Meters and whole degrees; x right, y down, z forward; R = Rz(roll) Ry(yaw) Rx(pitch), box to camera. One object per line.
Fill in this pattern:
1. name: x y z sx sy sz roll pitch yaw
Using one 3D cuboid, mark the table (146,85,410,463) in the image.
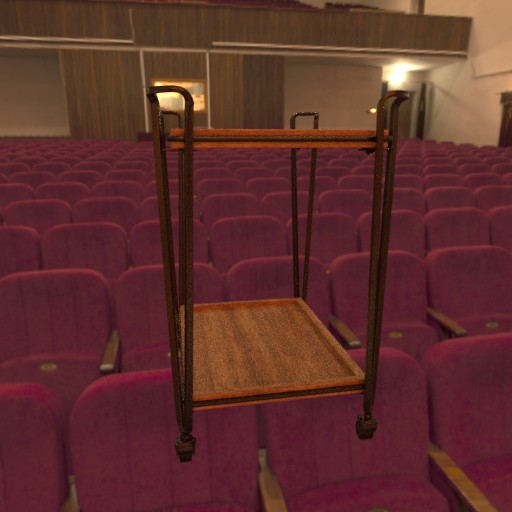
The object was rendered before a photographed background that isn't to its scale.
1. table: 0.000 0.000 1.201 0.505 0.785 0.672 -3 15 -10
